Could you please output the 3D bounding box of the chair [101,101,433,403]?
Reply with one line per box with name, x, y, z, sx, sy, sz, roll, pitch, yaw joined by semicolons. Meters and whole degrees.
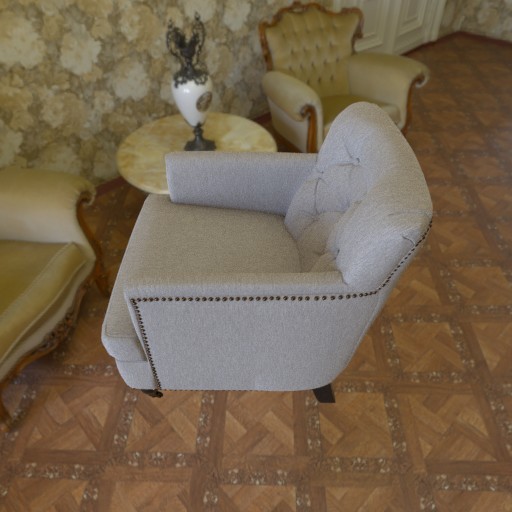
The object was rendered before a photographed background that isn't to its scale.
chair;0.000;0.000;1.510;0.902;0.823;0.737;0;42;0
